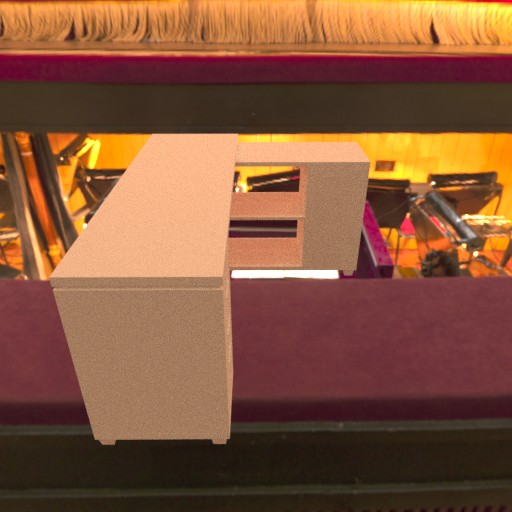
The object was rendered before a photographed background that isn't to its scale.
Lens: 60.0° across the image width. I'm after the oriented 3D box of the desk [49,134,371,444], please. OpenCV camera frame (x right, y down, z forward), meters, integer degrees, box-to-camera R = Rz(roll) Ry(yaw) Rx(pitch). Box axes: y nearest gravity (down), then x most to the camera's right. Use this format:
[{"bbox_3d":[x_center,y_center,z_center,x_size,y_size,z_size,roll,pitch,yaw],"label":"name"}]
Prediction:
[{"bbox_3d":[0.000,0.000,2.125,1.199,0.759,1.524,0,30,0],"label":"desk"}]
